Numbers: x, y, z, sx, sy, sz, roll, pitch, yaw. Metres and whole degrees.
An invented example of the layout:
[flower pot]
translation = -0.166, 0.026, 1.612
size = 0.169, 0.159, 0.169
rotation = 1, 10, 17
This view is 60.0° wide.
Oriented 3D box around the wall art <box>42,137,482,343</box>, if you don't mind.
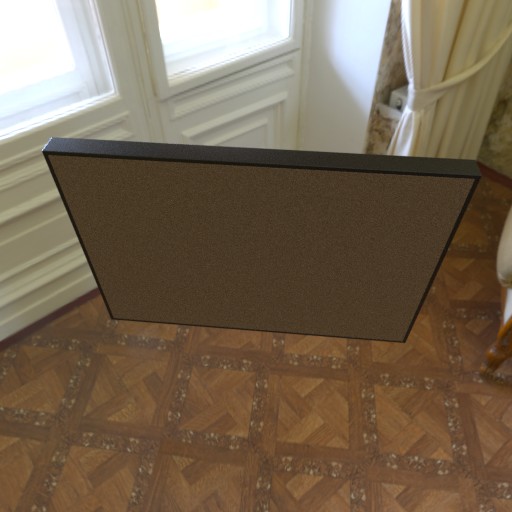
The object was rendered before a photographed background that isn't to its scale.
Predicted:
[wall art]
translation = 0.000, 0.000, 1.194
size = 0.939, 0.640, 0.058
rotation = 4, 47, 4
